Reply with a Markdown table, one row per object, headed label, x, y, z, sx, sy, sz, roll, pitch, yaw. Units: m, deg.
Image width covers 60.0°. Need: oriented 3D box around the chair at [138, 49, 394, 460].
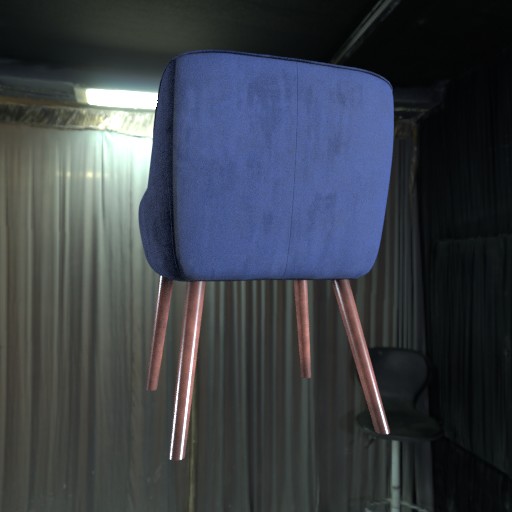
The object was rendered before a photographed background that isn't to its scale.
| label | x | y | z | sx | sy | sz | roll | pitch | yaw |
| --- | --- | --- | --- | --- | --- | --- | --- | --- | --- |
| chair | 0.000 | 0.000 | 1.195 | 0.600 | 0.820 | 0.600 | 0 | -1 | -16 |
